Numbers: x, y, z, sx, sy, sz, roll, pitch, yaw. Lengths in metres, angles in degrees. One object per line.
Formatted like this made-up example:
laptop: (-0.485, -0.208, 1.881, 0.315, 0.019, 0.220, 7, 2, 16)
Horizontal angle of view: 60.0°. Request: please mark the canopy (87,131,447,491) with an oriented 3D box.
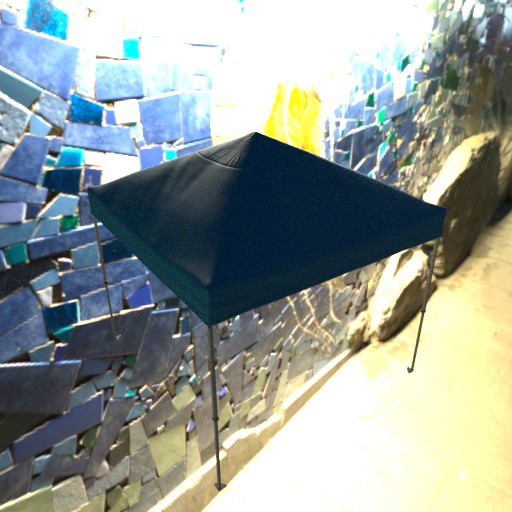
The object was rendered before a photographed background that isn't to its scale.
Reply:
canopy: (0.000, 0.000, 5.437, 2.998, 2.997, 2.996, -17, 31, -31)
